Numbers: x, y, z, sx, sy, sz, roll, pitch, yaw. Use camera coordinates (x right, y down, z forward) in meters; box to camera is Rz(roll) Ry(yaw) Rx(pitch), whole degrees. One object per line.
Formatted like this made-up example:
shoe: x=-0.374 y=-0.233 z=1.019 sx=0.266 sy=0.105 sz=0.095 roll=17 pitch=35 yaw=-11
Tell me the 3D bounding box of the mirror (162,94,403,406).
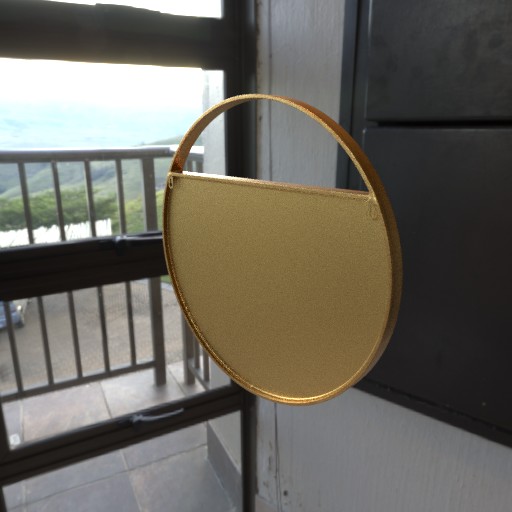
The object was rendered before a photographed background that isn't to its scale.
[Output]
mirror: x=0.000 y=0.000 z=0.824 sx=0.565 sy=0.565 sz=0.032 roll=15 pitch=22 yaw=42
